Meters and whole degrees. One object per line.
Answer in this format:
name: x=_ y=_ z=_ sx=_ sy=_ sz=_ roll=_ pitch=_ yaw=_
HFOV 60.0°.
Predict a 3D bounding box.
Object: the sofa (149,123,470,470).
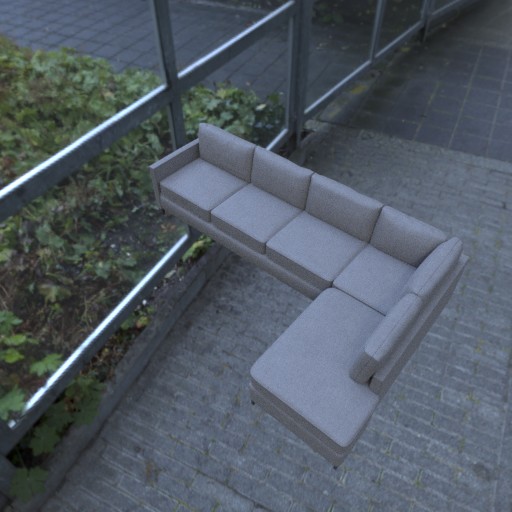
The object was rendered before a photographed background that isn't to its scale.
sofa: x=0.000 y=0.000 z=4.307 sx=3.331 sy=0.964 sz=2.077 roll=31 pitch=53 yaw=27
